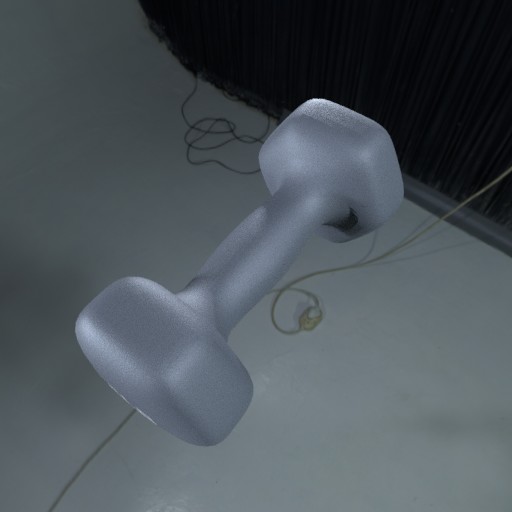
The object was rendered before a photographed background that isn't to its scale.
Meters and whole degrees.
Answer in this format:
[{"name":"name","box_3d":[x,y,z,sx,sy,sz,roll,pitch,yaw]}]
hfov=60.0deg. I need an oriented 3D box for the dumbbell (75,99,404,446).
[{"name":"dumbbell","box_3d":[0.000,0.000,0.298,0.116,0.105,0.240,33,63,19]}]
